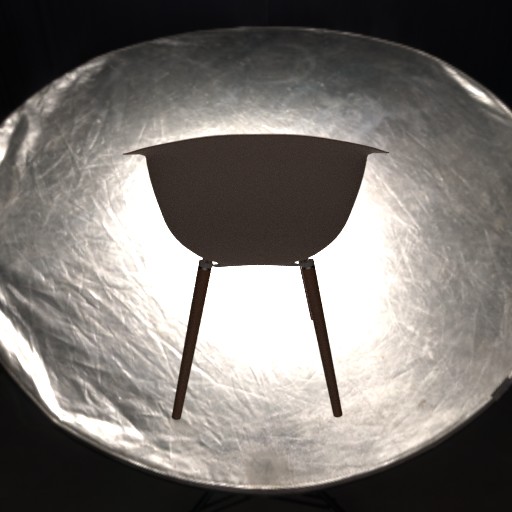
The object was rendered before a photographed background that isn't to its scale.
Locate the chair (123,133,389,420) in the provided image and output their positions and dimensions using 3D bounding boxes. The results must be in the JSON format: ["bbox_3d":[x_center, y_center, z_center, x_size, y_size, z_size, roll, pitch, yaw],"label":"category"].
[{"bbox_3d":[0.000,0.000,1.178,0.593,0.781,0.504,-1,30,-1],"label":"chair"}]
